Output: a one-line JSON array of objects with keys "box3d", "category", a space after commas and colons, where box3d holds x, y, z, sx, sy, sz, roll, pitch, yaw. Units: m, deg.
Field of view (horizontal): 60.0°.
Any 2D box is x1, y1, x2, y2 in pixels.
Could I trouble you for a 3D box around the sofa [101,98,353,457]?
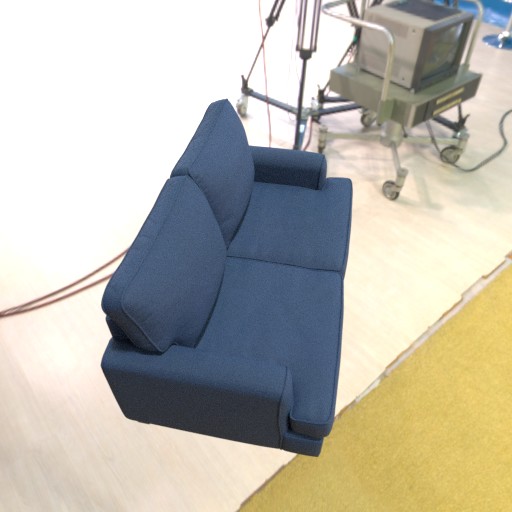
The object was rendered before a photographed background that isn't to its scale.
[{"box3d": [0.000, 0.000, 2.294, 0.965, 0.965, 1.651, 8, 47, 8], "category": "sofa"}]
